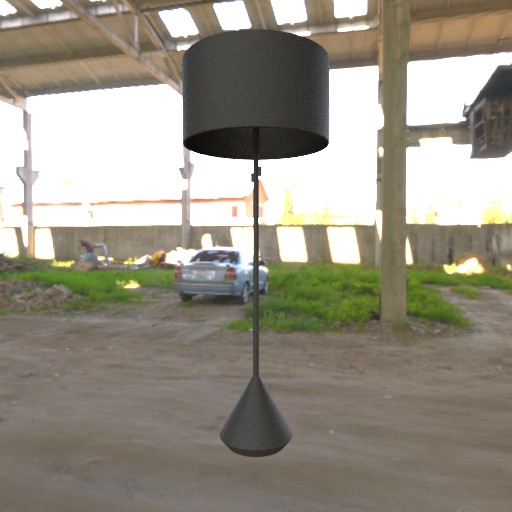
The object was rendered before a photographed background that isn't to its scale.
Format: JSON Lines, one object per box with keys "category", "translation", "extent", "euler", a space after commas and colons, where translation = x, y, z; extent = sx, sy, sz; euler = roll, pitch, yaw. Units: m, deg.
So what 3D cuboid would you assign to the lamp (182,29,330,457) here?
{"category": "lamp", "translation": [0.000, 0.000, 1.781], "extent": [0.580, 1.526, 0.580], "euler": [0, 1, -19]}
